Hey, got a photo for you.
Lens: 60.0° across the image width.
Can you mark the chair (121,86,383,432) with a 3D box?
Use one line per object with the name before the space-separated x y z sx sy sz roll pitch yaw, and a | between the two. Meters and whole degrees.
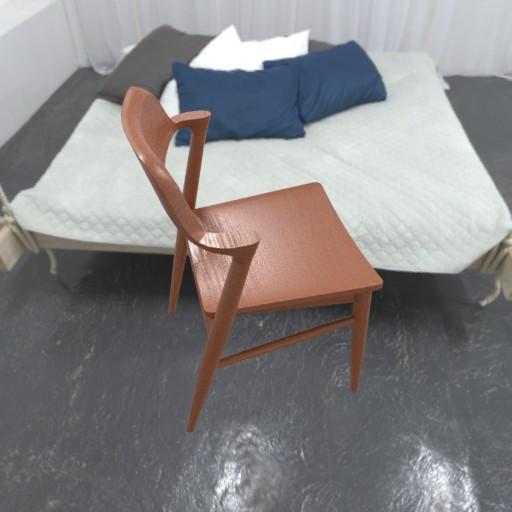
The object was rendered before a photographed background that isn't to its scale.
chair | 0.000 0.000 1.110 0.499 0.801 0.496 -10 45 -11
